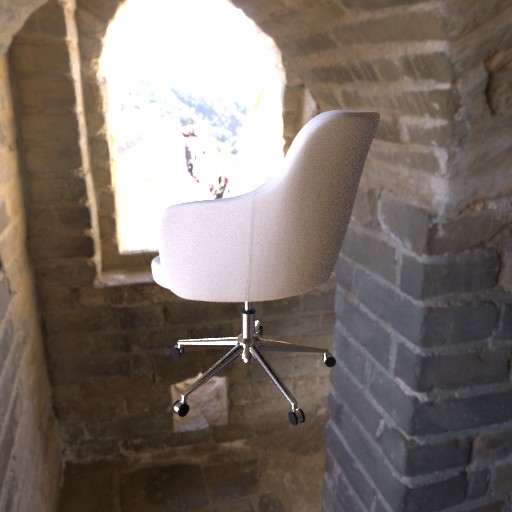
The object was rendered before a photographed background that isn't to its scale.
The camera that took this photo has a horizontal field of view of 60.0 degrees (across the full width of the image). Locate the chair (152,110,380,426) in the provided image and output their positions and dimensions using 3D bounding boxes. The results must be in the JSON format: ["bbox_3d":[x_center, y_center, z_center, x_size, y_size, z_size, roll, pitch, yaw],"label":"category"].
[{"bbox_3d":[0.000,0.000,1.318,0.647,0.819,0.602,8,19,24],"label":"chair"}]
